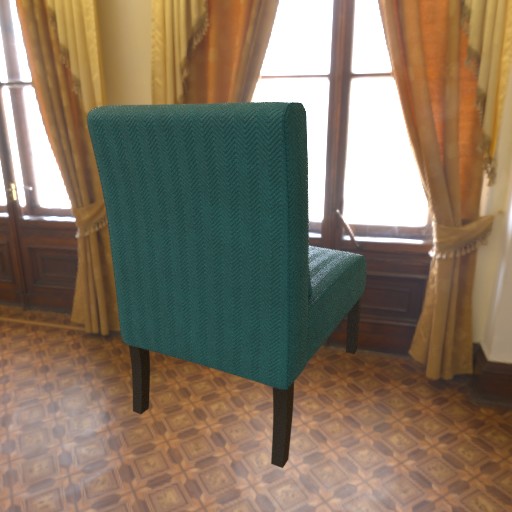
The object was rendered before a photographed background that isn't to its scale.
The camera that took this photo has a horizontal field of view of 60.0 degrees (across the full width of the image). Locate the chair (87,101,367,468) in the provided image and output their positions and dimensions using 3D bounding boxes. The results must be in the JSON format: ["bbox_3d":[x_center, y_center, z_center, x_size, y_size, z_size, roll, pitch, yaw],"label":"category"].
[{"bbox_3d":[0.000,0.000,1.460,0.579,0.927,0.808,9,19,26],"label":"chair"}]
